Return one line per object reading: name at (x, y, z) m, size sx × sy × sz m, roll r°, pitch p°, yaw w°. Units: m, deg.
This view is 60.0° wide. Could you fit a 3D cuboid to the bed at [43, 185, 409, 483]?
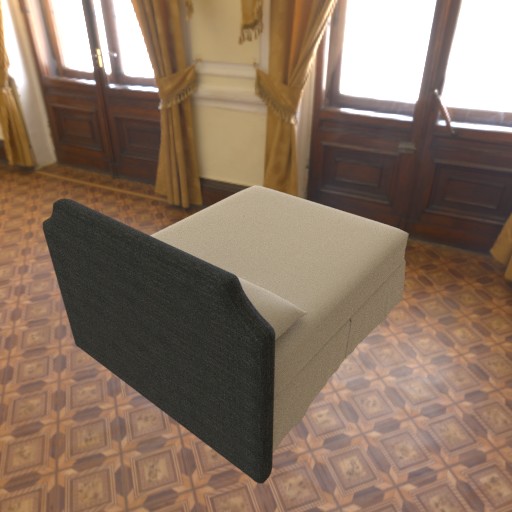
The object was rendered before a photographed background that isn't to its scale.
bed at (0.000, 0.000, 3.333) m, size 1.828 × 1.297 × 2.208 m, roll 23°, pitch 38°, yaw 32°
